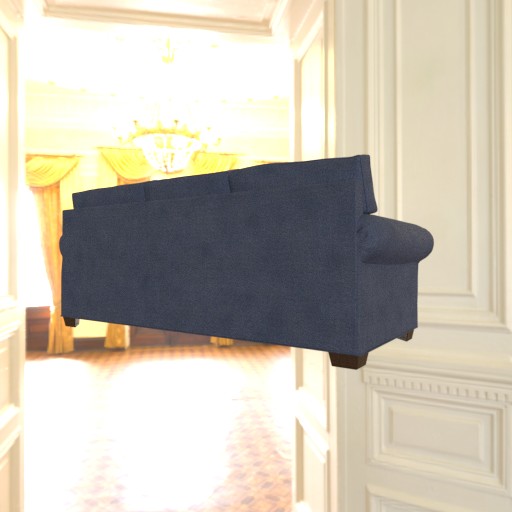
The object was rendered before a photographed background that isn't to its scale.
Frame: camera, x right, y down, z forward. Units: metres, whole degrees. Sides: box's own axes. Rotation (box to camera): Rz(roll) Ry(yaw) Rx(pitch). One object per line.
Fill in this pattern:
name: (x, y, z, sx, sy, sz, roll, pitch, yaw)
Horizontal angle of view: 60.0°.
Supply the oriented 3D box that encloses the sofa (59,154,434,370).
sofa: (0.000, 0.000, 3.414, 2.567, 1.063, 1.780, 0, 0, 34)
